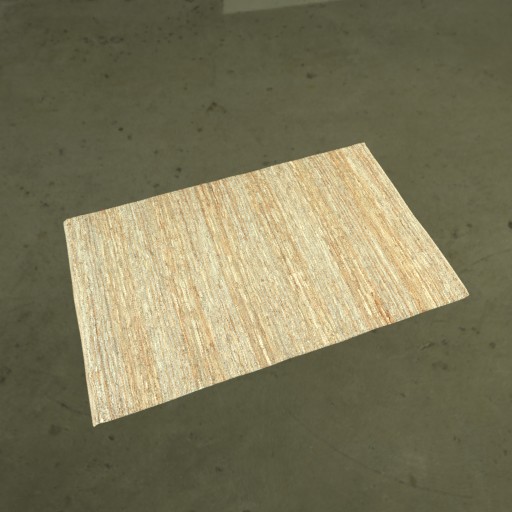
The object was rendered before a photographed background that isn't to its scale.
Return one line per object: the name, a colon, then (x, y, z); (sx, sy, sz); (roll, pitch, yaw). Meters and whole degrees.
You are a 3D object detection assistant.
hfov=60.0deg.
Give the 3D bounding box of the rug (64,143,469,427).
rug: (0.000, 0.000, 3.056); (2.446, 0.009, 1.529); (-17, 58, -11)
